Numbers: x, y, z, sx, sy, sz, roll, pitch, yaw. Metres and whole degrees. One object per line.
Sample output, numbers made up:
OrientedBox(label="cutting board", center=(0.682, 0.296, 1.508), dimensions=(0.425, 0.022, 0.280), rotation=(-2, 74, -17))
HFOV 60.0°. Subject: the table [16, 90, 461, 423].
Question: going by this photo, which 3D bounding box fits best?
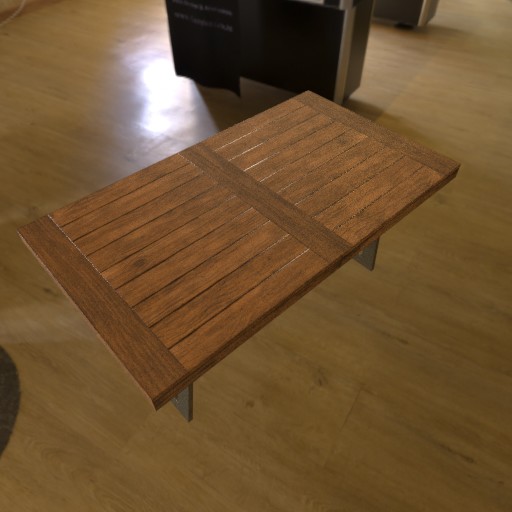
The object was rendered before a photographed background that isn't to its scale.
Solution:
OrientedBox(label="table", center=(0.000, 0.000, 2.120), dimensions=(1.641, 0.757, 0.931), rotation=(-34, 56, -27))
